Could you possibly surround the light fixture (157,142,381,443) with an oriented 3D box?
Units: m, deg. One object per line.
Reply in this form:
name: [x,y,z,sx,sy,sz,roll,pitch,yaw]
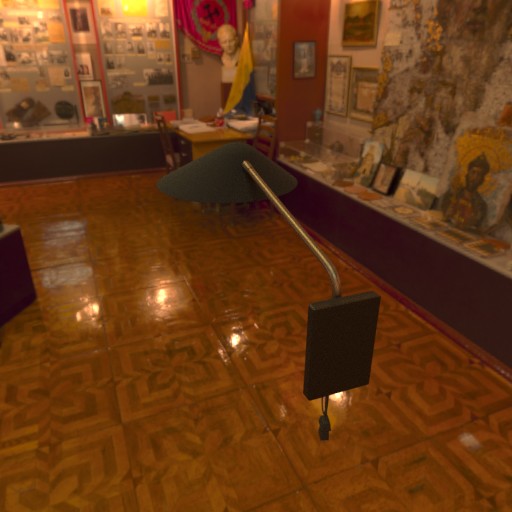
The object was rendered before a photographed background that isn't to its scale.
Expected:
light fixture: [0.000,0.000,0.680,0.240,0.312,0.516,-9,27,-19]
